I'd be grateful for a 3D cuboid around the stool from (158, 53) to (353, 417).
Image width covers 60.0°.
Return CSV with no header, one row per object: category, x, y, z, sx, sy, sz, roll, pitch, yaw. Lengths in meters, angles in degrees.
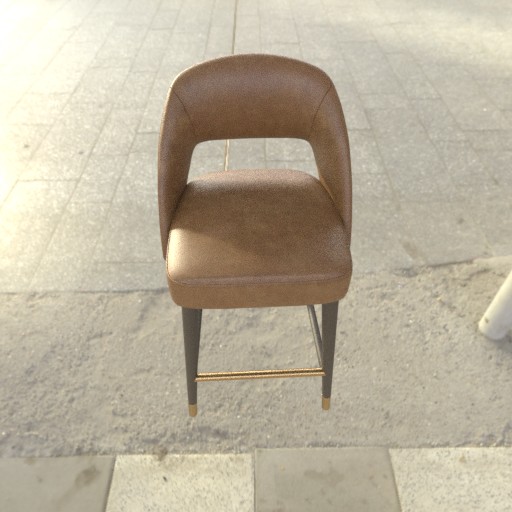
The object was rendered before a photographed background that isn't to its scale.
stool,0.000,0.000,1.263,0.494,0.940,0.509,-2,46,-2
